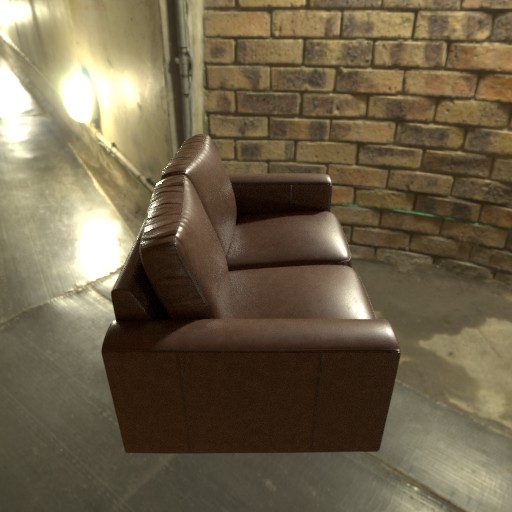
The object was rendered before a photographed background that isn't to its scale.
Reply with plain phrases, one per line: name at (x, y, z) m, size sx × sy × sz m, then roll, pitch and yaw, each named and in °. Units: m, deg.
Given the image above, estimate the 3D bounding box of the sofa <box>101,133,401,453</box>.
sofa at (0.000, 0.000, 2.176) m, size 1.016 × 0.873 × 1.616 m, roll 0°, pitch 31°, yaw 0°
